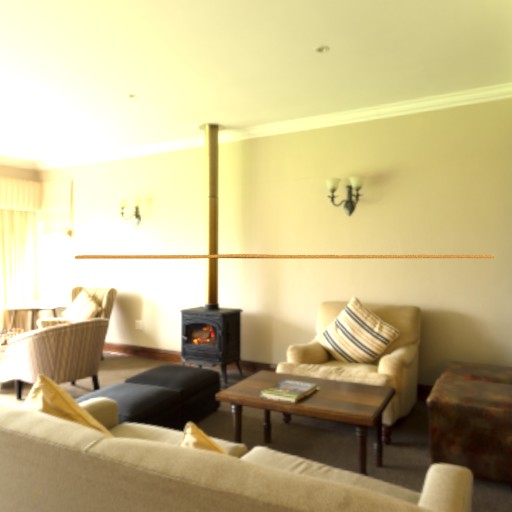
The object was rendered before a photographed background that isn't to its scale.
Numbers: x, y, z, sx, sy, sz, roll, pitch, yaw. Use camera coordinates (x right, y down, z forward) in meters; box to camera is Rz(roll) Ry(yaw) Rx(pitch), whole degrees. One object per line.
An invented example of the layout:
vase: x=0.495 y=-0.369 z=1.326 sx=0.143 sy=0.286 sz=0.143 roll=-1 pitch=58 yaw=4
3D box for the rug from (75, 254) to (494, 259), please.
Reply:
rug: x=0.000 y=0.000 z=0.880 sx=0.639 sy=0.006 sz=0.548 roll=0 pitch=0 yaw=-19
